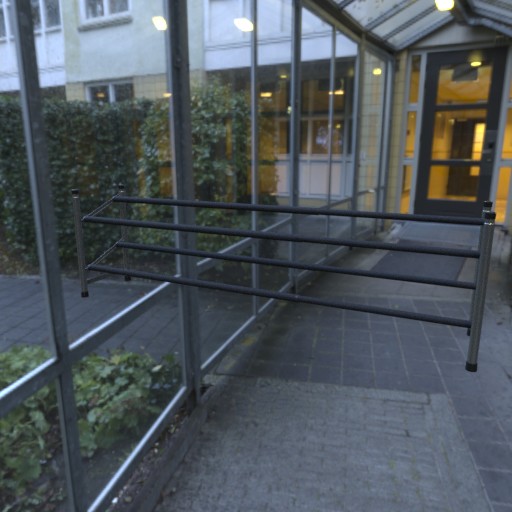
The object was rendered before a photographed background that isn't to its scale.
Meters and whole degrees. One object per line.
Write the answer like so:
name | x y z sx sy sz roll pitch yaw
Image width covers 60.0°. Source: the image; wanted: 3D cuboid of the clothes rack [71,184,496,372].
clothes rack | 0.000 0.000 1.261 1.168 0.349 0.229 6 15 25
